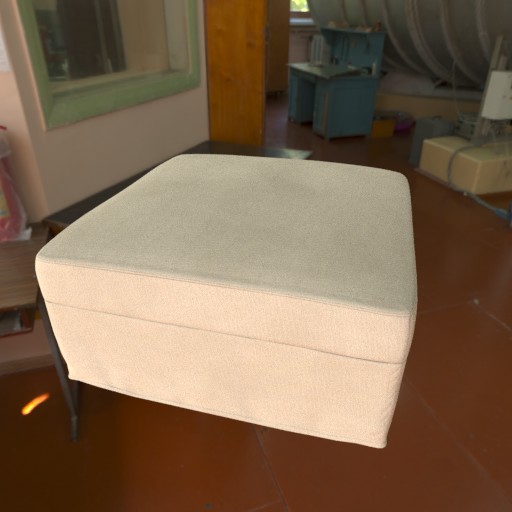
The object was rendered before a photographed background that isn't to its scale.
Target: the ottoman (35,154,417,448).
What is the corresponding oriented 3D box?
[{"bbox_3d":[0.000,0.000,1.309,0.843,0.441,0.842,8,30,13],"label":"ottoman"}]
